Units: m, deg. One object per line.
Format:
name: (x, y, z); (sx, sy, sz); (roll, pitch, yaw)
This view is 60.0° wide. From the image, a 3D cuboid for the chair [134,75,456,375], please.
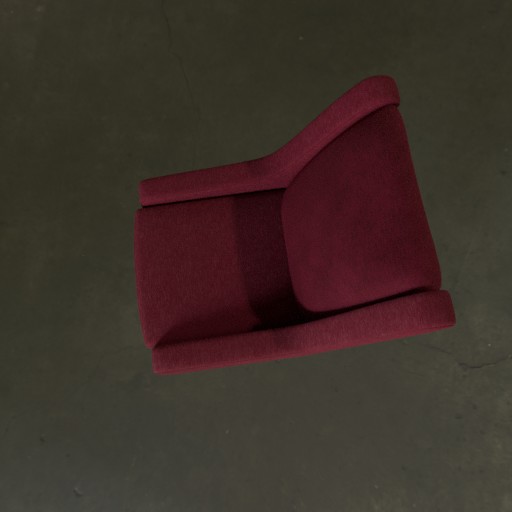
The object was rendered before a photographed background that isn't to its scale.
chair: (0.000, 0.000, 1.725); (0.985, 1.017, 0.793); (-8, 75, -2)
